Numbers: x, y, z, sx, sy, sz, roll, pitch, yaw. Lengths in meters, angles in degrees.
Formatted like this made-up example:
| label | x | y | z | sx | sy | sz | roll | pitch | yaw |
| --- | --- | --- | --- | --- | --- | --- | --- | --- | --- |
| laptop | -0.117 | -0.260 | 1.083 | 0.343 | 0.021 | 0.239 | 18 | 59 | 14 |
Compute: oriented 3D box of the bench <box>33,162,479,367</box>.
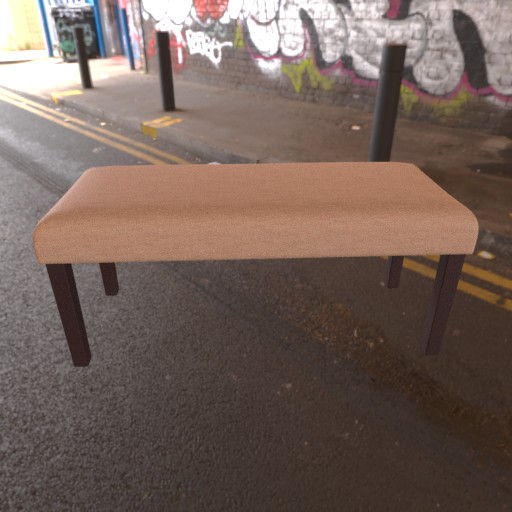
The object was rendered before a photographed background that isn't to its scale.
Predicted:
| label | x | y | z | sx | sy | sz | roll | pitch | yaw |
| --- | --- | --- | --- | --- | --- | --- | --- | --- | --- |
| bench | 0.000 | 0.000 | 1.251 | 1.013 | 0.456 | 0.407 | -1 | 29 | -2 |
